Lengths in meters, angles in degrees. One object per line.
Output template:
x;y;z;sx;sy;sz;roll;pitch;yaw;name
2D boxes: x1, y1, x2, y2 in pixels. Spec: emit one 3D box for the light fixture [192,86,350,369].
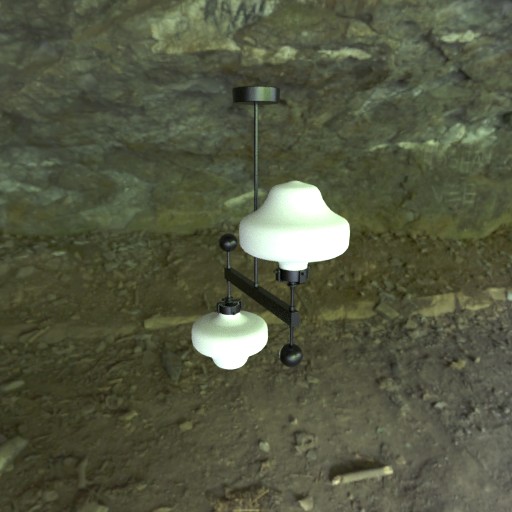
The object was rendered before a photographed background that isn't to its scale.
0.000;0.000;1.046;0.489;0.743;0.422;7;17;26;light fixture
